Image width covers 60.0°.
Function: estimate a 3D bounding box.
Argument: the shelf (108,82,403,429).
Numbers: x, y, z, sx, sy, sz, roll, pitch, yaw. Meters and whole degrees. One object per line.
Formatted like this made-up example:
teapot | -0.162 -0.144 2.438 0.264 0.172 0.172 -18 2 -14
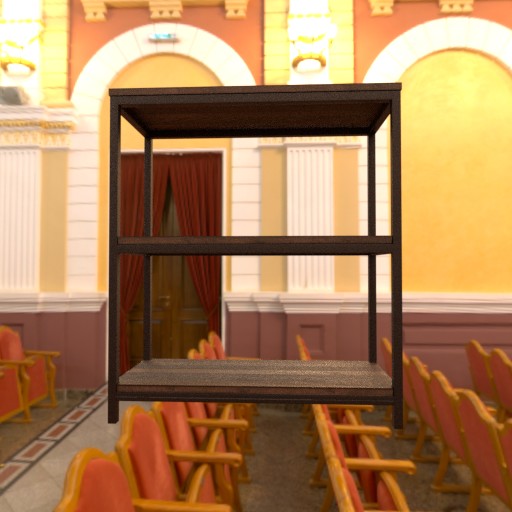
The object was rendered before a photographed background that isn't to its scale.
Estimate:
shelf | 0.000 0.000 1.406 0.822 0.947 0.352 0 -1 3
